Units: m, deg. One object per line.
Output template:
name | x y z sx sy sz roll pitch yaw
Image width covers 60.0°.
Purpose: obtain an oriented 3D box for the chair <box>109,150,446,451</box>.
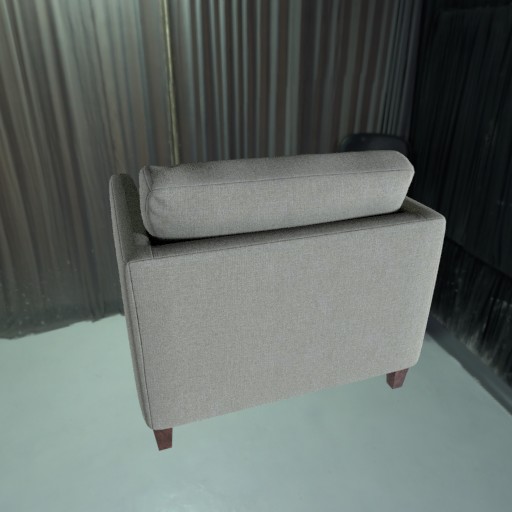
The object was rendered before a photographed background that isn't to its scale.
chair | 0.000 0.000 1.864 1.107 0.963 0.959 -8 27 -17
